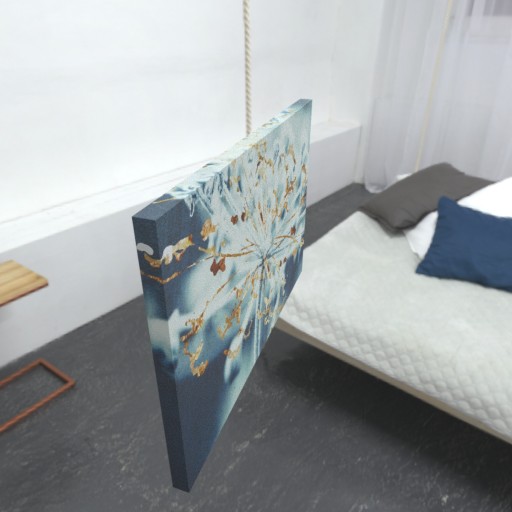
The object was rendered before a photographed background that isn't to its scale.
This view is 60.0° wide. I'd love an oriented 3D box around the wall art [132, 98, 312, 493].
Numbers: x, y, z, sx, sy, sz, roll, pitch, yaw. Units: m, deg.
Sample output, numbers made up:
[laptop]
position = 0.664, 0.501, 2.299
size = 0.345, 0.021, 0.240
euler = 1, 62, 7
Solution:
[wall art]
position = 0.000, 0.000, 1.126
size = 0.038, 0.608, 0.912
euler = 10, 31, 17
